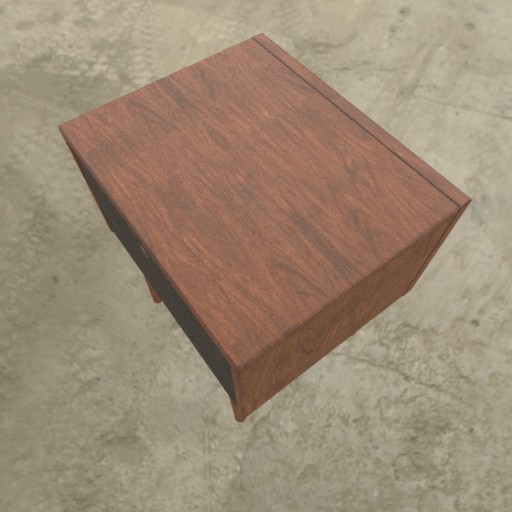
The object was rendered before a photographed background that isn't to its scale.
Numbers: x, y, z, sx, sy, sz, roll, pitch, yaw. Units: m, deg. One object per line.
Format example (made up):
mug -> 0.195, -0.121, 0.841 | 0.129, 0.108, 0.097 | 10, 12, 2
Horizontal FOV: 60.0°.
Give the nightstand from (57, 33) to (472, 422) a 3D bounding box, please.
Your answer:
nightstand -> 0.000, 0.000, 0.966 | 0.445, 0.607, 0.521 | -33, 65, -18
